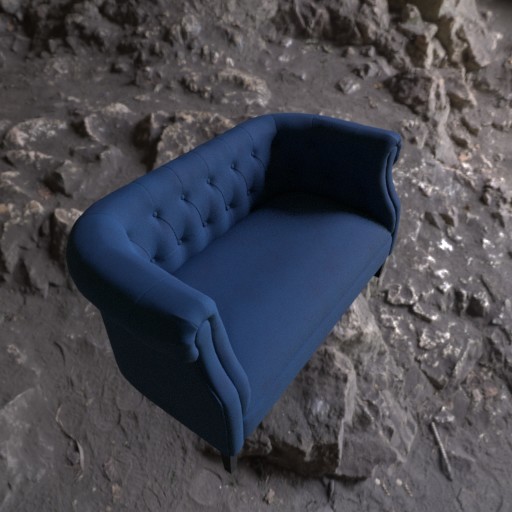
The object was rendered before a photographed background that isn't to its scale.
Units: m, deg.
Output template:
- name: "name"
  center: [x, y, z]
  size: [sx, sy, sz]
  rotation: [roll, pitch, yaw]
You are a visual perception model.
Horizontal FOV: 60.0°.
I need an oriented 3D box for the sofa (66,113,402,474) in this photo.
- name: "sofa"
  center: [0.000, 0.000, 1.990]
  size: [0.835, 0.827, 1.558]
  rotation: [24, 45, 27]
